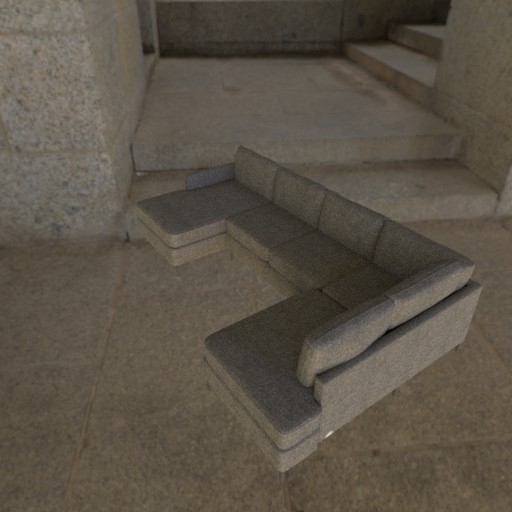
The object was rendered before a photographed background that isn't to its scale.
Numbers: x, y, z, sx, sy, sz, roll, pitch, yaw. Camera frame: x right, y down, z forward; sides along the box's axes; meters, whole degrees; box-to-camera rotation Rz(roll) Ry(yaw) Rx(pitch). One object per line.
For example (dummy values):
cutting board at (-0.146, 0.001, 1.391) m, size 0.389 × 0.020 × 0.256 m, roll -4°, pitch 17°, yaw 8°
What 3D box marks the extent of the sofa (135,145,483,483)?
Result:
sofa at (0.000, 0.000, 4.270) m, size 2.048 × 0.999 × 3.423 m, roll -21°, pitch 39°, yaw -29°
